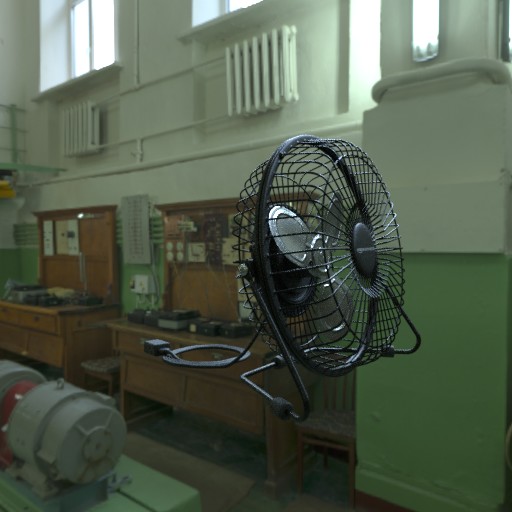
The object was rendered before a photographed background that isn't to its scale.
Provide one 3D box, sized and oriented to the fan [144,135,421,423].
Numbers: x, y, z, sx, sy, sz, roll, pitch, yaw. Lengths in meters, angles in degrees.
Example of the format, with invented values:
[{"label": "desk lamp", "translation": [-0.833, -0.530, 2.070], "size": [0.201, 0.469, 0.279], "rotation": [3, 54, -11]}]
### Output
[{"label": "fan", "translation": [0.000, 0.000, 0.385], "size": [0.227, 0.188, 0.209], "rotation": [1, 2, 36]}]
